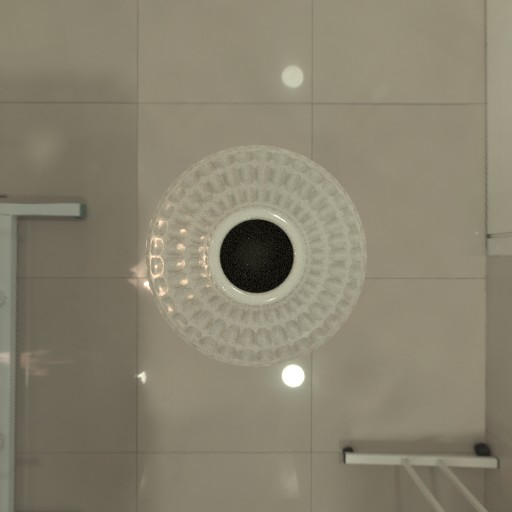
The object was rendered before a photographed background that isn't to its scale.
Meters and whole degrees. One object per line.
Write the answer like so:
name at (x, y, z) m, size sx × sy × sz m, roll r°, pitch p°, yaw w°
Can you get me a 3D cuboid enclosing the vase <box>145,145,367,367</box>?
vase at (0.000, 0.000, 0.332) m, size 0.162 × 0.223 × 0.162 m, roll 0°, pitch 90°, yaw 0°
